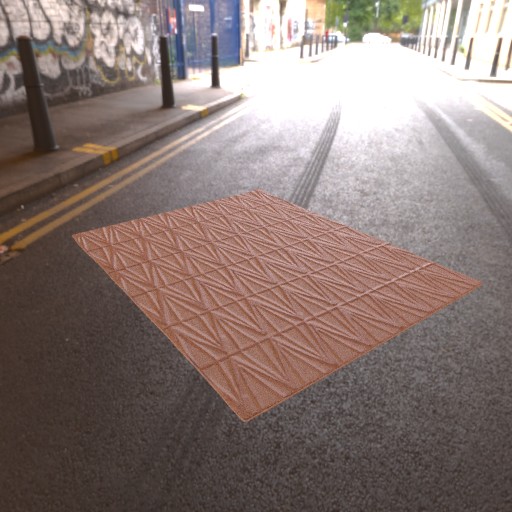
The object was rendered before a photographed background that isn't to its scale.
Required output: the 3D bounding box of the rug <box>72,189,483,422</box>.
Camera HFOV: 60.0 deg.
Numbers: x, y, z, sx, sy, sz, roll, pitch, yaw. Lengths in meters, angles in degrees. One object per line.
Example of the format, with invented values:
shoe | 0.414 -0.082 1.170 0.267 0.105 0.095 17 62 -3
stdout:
rug | 0.000 0.000 4.103 2.453 0.043 3.052 -19 32 -33
